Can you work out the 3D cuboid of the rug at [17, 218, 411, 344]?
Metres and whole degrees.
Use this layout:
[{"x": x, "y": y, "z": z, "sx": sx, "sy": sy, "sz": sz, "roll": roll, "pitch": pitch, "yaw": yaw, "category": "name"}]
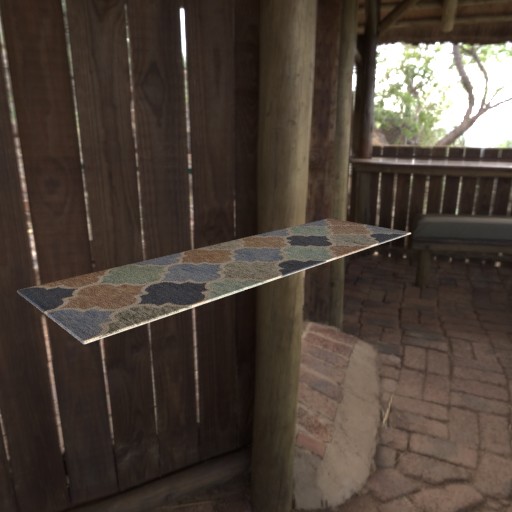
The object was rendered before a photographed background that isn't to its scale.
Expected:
[{"x": 0.000, "y": 0.000, "z": 2.491, "sx": 2.287, "sy": 0.011, "sz": 0.687, "roll": -15, "pitch": 22, "yaw": -42, "category": "rug"}]
